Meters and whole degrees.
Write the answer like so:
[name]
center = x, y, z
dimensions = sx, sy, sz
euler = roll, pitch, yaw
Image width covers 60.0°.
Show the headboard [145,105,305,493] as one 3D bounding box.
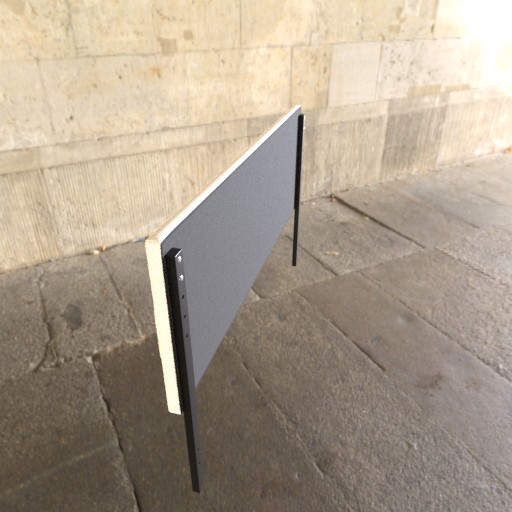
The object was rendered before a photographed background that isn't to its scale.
[headboard]
center = 0.000, 0.000, 2.806
dimensions = 0.120, 1.410, 2.362
euler = 8, 31, 14
